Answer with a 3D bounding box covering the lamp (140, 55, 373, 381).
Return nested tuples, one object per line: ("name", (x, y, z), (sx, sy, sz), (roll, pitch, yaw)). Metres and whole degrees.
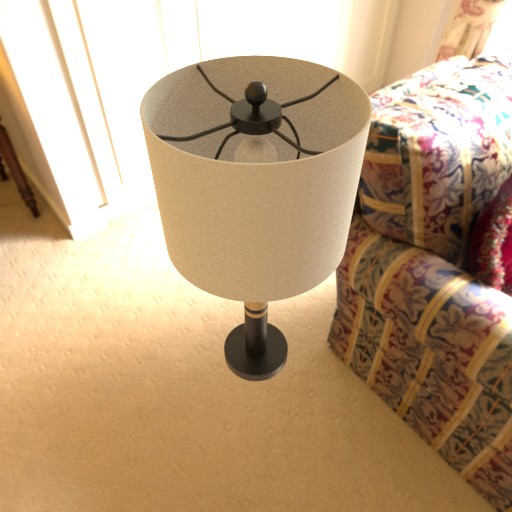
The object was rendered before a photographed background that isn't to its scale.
("lamp", (0.000, 0.000, 0.799), (0.305, 0.640, 0.305), (9, 46, 9))
